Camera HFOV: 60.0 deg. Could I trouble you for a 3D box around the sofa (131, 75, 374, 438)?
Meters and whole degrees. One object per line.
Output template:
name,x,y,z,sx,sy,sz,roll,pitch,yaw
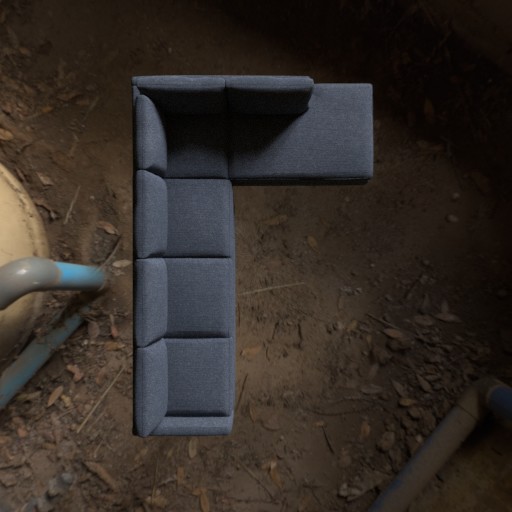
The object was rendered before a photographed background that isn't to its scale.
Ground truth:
sofa,0.000,0.000,3.755,2.007,0.815,2.949,0,90,0
